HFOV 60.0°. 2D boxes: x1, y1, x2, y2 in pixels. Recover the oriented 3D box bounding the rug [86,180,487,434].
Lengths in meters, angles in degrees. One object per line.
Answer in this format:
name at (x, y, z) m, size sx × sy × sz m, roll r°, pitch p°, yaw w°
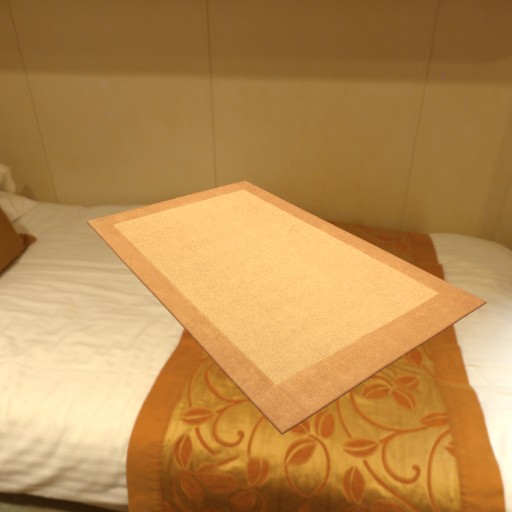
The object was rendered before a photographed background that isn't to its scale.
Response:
rug at (0.000, 0.000, 3.024) m, size 1.524 × 0.014 × 2.438 m, roll -20°, pitch 36°, yaw -31°
